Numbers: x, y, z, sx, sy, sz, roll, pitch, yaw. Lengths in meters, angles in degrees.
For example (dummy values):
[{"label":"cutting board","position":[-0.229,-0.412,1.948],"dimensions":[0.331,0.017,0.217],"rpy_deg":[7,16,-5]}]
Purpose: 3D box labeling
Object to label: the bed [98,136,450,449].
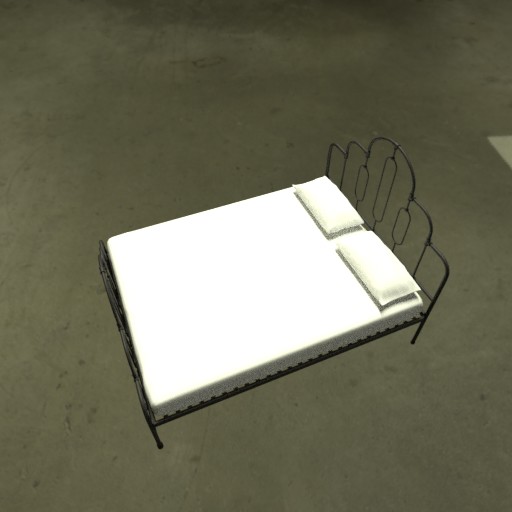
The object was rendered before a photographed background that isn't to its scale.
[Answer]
[{"label":"bed","position":[0.000,0.000,3.334],"dimensions":[2.163,1.429,1.640],"rpy_deg":[-17,50,-15]}]
